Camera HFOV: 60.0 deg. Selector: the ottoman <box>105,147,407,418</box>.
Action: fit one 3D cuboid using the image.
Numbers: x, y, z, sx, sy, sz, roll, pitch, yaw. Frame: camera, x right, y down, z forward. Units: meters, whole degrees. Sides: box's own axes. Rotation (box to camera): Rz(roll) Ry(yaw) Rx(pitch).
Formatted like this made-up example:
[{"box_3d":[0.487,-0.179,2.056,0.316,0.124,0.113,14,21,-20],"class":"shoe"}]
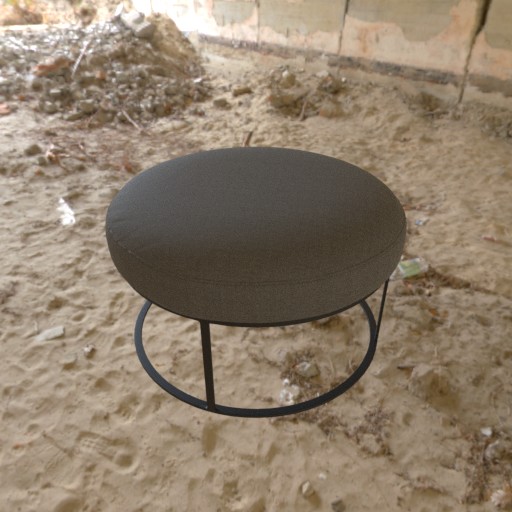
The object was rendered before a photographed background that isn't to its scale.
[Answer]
[{"box_3d":[0.000,0.000,1.249,0.772,0.460,0.772,0,32,0],"class":"ottoman"}]
